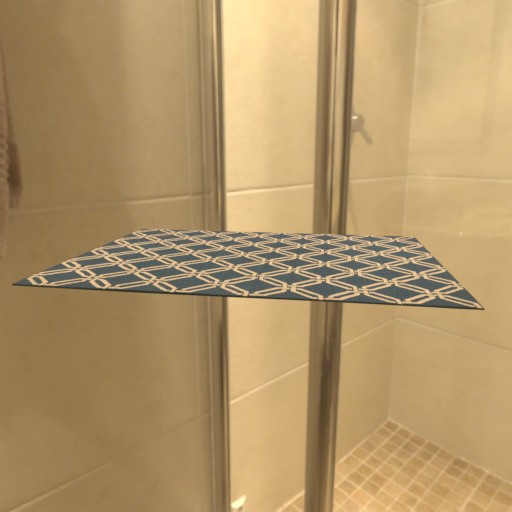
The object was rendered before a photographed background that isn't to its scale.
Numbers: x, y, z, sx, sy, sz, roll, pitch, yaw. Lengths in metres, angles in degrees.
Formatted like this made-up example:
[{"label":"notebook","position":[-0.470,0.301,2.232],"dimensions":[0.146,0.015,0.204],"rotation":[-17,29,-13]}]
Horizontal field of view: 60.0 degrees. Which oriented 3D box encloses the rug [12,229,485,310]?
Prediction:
[{"label":"rug","position":[0.000,0.000,4.244],"dimensions":[3.342,0.018,2.432],"rotation":[2,14,9]}]
